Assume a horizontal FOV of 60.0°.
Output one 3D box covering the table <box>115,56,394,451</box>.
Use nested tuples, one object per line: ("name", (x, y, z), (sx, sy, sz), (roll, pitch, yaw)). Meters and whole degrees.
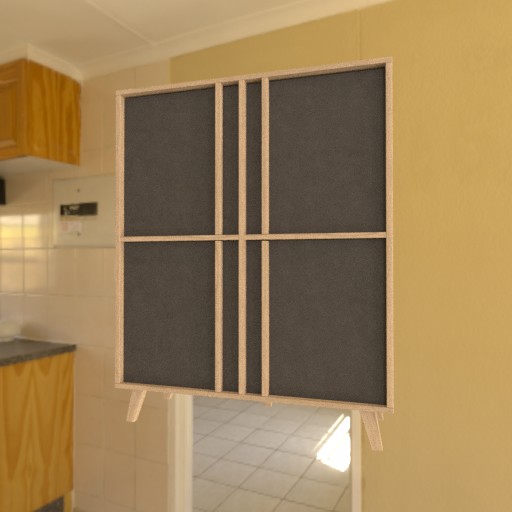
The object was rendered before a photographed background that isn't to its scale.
("table", (0.000, 0.000, 1.888), (1.111, 1.388, 0.398), (0, -1, 16))
